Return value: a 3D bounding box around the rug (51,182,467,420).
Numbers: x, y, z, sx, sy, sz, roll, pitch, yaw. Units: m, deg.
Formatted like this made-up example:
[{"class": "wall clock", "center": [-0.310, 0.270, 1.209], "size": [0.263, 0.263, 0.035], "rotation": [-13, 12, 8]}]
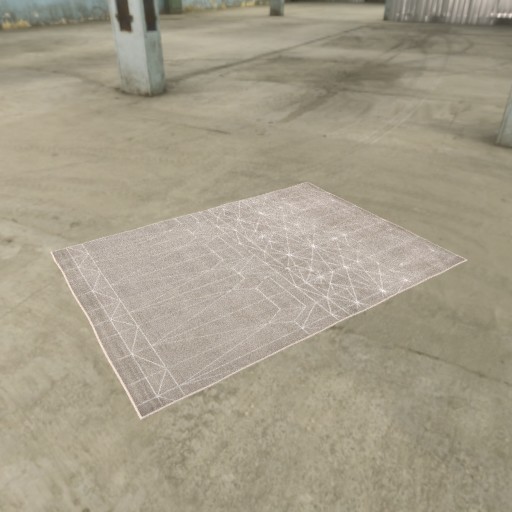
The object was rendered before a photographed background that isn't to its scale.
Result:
[{"class": "rug", "center": [0.000, 0.000, 4.396], "size": [3.357, 0.019, 2.449], "rotation": [-19, 36, -29]}]
